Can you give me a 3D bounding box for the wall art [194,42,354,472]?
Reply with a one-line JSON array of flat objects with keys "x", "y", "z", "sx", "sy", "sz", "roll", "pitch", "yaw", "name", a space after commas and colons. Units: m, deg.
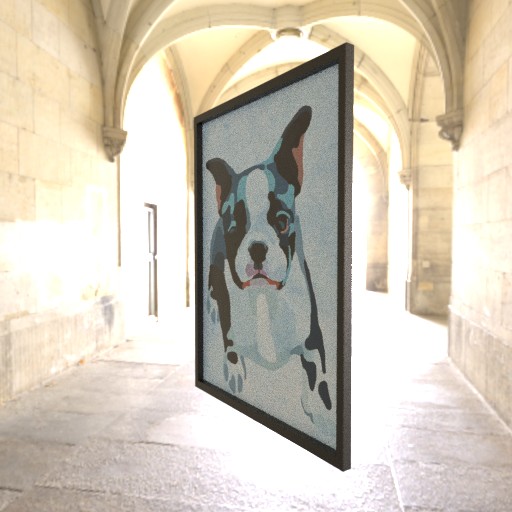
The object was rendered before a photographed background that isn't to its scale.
[{"x": 0.000, "y": 0.000, "z": 1.382, "sx": 0.030, "sy": 1.027, "sz": 0.774, "roll": -1, "pitch": 2, "yaw": -35, "name": "wall art"}]
